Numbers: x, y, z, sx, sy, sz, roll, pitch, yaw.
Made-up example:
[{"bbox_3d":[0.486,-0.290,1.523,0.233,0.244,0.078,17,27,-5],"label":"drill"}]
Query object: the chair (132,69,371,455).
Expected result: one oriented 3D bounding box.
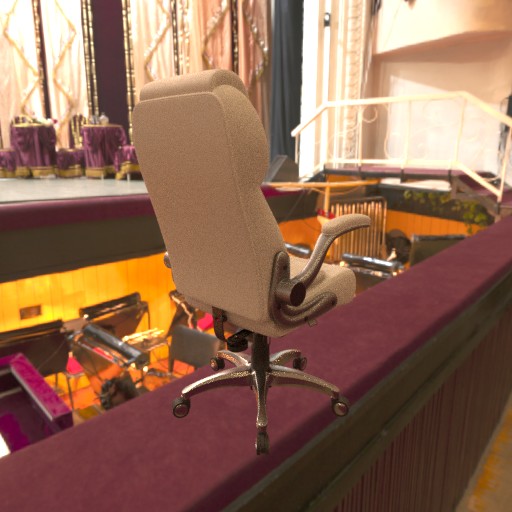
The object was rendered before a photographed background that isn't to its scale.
[{"bbox_3d":[0.000,0.000,1.835,0.755,1.330,0.806,13,18,43],"label":"chair"}]
